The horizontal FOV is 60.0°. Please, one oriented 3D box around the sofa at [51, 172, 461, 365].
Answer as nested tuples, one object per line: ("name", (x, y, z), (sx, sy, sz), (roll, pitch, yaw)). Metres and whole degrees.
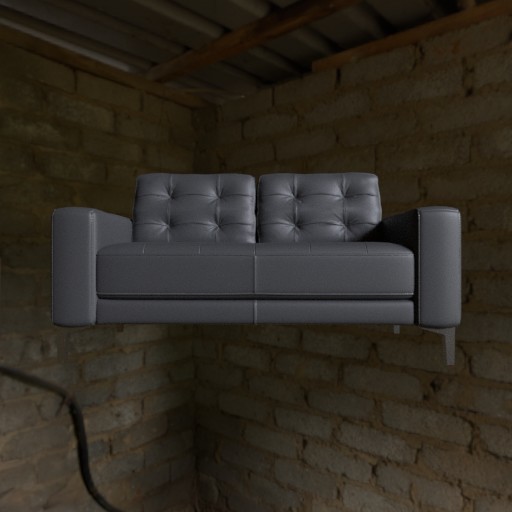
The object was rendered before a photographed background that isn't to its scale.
("sofa", (0.000, 0.000, 2.220), (1.726, 0.893, 0.833), (0, 0, 1))
